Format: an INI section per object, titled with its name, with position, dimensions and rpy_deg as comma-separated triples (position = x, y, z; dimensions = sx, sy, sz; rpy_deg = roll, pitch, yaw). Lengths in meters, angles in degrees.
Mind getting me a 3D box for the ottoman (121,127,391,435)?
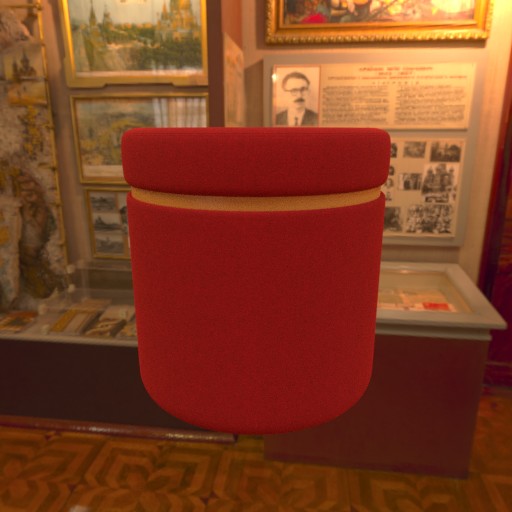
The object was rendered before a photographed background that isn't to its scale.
[ottoman]
position = 0.000, 0.000, 0.731
dimensions = 0.400, 0.406, 0.400
rpy_deg = 0, 16, 0
